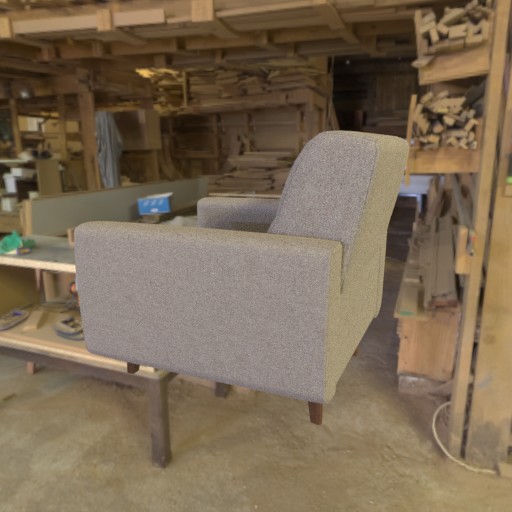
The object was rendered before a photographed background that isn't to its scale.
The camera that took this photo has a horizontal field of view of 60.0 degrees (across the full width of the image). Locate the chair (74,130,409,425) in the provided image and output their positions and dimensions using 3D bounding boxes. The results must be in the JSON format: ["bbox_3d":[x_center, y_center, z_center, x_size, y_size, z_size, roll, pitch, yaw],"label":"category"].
[{"bbox_3d":[0.000,0.000,1.559,0.907,0.839,0.831,7,16,24],"label":"chair"}]
